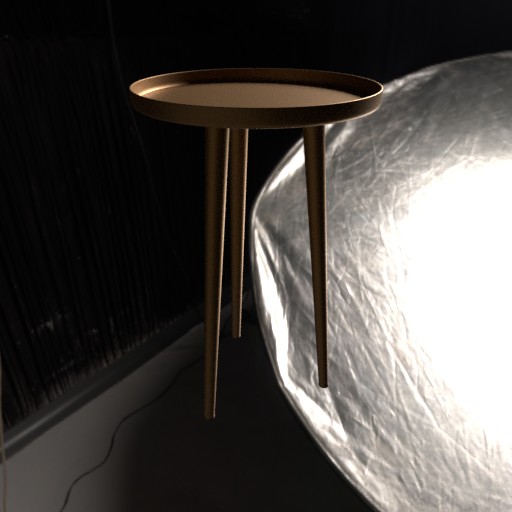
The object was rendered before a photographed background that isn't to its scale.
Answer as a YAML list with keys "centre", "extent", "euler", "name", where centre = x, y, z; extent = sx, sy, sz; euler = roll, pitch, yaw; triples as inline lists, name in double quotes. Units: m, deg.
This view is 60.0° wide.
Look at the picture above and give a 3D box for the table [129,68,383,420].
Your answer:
- centre: [0.000, 0.000, 0.654]
  extent: [0.299, 0.480, 0.299]
  euler: [20, 35, 32]
  name: "table"
